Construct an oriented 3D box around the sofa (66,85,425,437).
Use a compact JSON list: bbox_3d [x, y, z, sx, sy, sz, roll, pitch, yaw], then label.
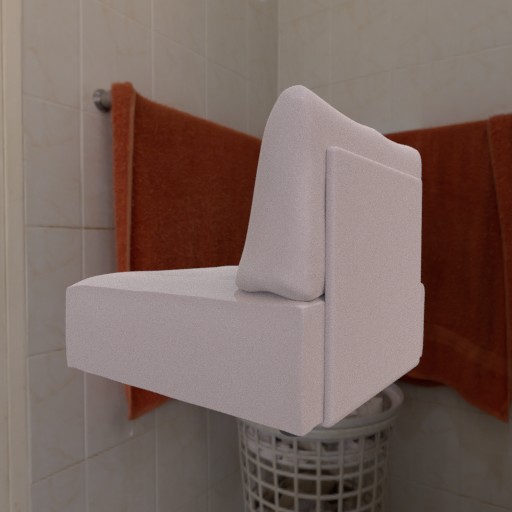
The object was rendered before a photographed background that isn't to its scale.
[{"bbox_3d":[0.000,0.000,1.644,1.000,0.828,0.935,1,2,37],"label":"sofa"}]
